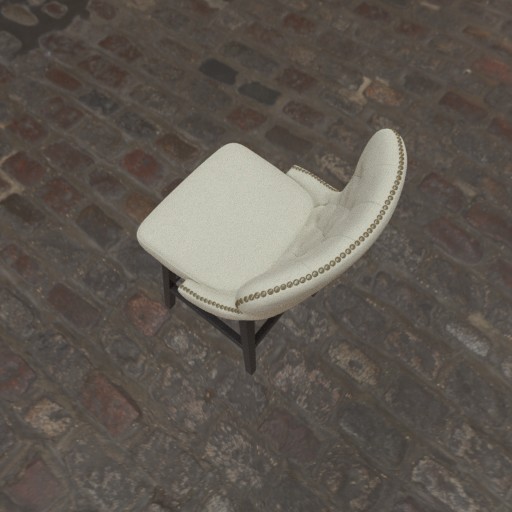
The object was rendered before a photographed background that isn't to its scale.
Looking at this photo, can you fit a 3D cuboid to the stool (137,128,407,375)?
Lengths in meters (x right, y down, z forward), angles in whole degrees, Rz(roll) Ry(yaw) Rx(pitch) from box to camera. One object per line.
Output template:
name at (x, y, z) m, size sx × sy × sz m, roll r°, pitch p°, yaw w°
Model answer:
stool at (0.000, 0.000, 1.334) m, size 0.593 × 0.971 × 0.528 m, roll 36°, pitch 69°, yaw 16°
